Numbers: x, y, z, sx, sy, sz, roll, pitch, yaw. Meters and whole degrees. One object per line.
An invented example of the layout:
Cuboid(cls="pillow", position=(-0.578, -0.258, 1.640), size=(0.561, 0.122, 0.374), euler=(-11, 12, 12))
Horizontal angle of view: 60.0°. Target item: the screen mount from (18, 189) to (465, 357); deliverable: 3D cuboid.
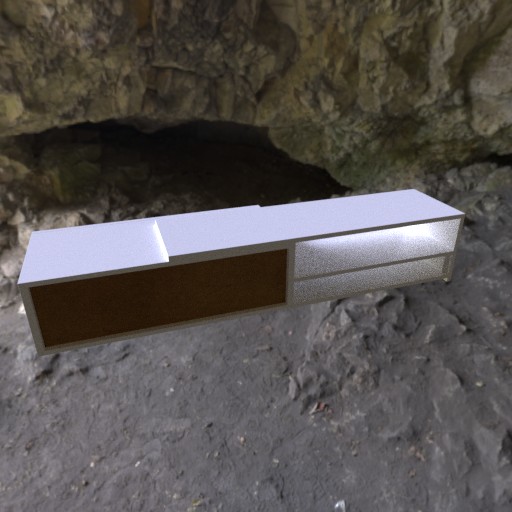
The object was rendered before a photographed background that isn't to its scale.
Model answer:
Cuboid(cls="screen mount", position=(0.000, 0.000, 1.835), size=(1.680, 0.320, 0.420), euler=(-9, 28, -17))
